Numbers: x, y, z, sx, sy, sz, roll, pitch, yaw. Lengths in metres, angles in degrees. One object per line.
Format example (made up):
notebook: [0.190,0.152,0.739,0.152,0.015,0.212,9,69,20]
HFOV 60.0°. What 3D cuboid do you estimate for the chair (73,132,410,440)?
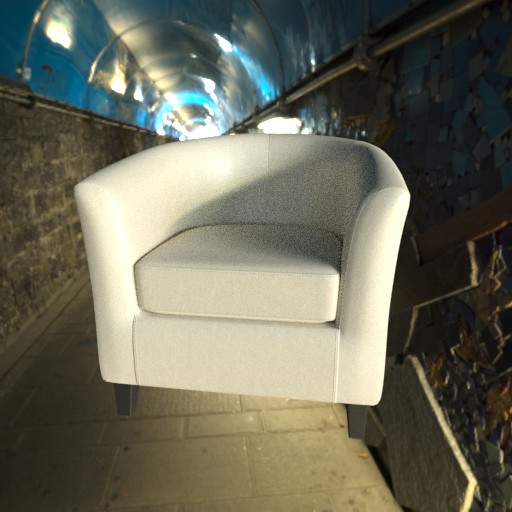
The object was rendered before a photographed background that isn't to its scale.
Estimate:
chair: [0.000,0.000,1.383,0.792,0.756,0.727,2,14,9]
